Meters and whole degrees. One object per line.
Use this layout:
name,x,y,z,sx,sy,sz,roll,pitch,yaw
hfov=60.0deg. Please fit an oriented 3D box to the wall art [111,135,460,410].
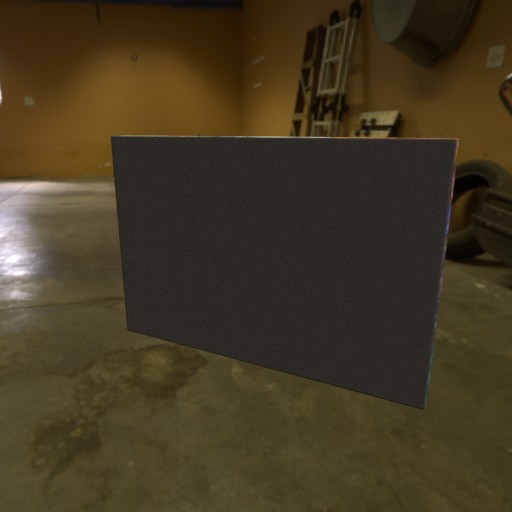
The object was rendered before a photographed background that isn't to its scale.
wall art,0.000,0.000,0.783,0.610,0.406,0.037,8,18,27
